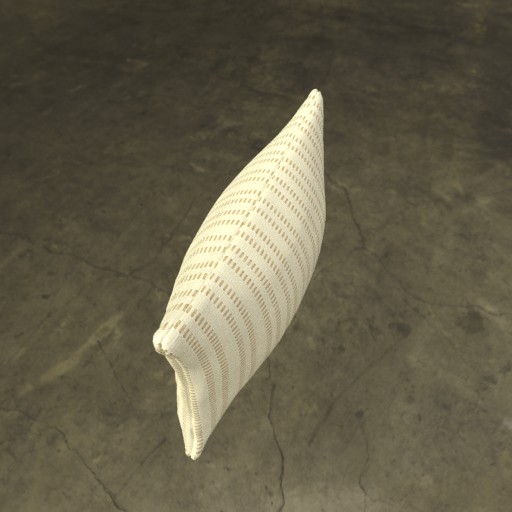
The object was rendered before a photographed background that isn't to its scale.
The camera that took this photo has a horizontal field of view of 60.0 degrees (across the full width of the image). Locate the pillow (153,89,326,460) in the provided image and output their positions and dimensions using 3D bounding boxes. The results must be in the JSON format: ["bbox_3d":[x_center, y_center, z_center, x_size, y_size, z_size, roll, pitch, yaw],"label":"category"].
[{"bbox_3d":[0.000,0.000,0.813,0.210,0.353,0.640,16,49,14],"label":"pillow"}]
